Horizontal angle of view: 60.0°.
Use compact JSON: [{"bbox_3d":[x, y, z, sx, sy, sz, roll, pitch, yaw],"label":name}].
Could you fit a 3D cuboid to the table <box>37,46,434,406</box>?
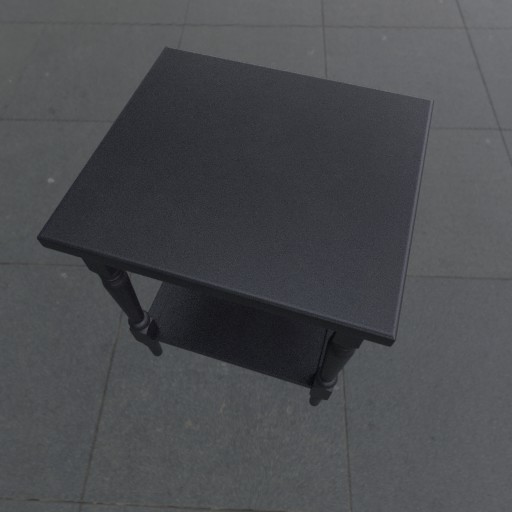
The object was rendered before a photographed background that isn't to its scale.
[{"bbox_3d":[0.000,0.000,0.911,0.488,0.565,0.442,15,60,9],"label":"table"}]
